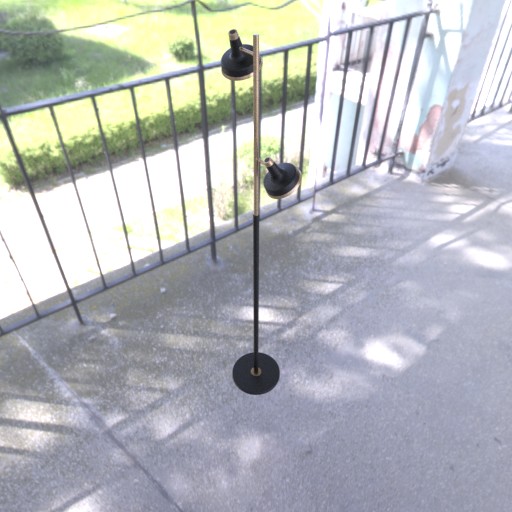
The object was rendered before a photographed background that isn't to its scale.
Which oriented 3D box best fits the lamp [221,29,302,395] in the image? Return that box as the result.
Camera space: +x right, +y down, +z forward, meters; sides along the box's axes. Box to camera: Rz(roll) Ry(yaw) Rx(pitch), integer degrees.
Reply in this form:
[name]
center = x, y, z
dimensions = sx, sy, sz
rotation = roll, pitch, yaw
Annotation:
[lamp]
center = 0.000, 0.000, 1.809
dimensions = 0.253, 1.674, 0.351
rotation = -26, 48, -27
